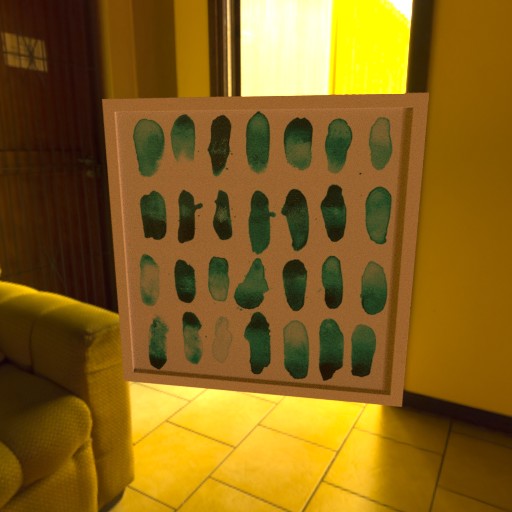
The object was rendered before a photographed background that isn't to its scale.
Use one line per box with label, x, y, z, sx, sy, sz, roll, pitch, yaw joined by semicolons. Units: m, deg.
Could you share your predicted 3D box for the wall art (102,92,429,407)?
wall art;0.000;0.000;0.670;0.456;0.457;0.009;2;14;10
